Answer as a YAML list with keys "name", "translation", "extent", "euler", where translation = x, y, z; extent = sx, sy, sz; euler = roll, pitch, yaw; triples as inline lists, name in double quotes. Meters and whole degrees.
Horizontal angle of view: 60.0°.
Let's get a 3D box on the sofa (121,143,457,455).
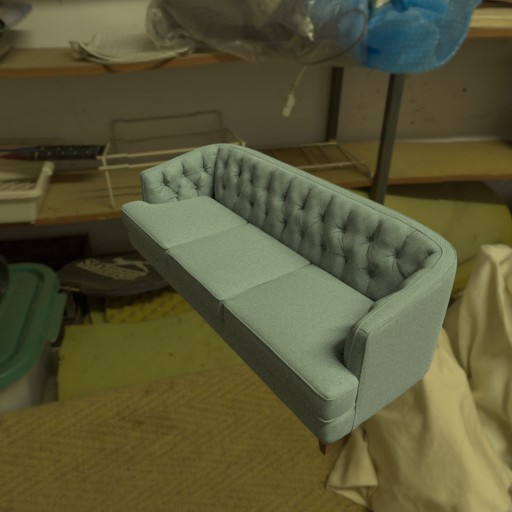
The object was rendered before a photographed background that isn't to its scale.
- name: "sofa"
  translation: [0.000, 0.000, 2.762]
  extent: [0.941, 0.855, 2.278]
  euler: [-20, 36, -30]
